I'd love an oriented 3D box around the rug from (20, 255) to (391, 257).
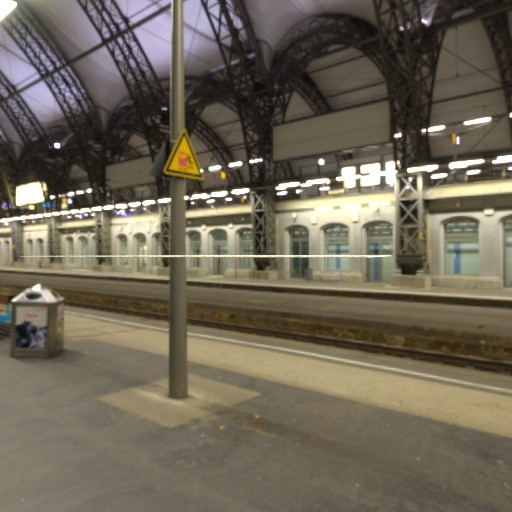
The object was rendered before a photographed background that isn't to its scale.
[{"bbox_3d":[0.000,0.000,2.135,1.190,0.003,1.634,0,0,19],"label":"rug"}]
